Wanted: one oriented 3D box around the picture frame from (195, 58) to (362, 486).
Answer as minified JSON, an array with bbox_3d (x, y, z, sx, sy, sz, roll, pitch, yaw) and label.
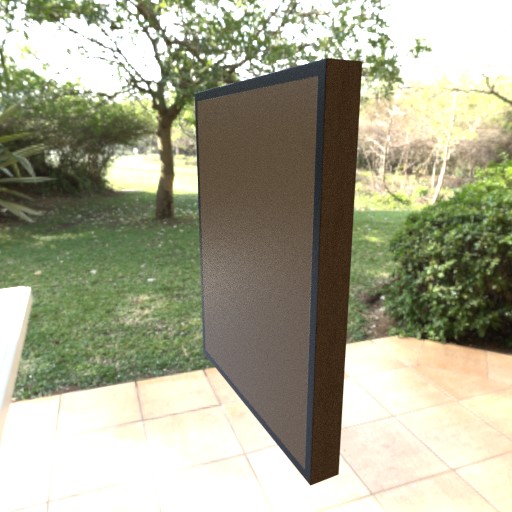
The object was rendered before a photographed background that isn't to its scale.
[{"bbox_3d":[0.000,0.000,0.713,0.046,0.526,0.421,-7,17,-25],"label":"picture frame"}]
